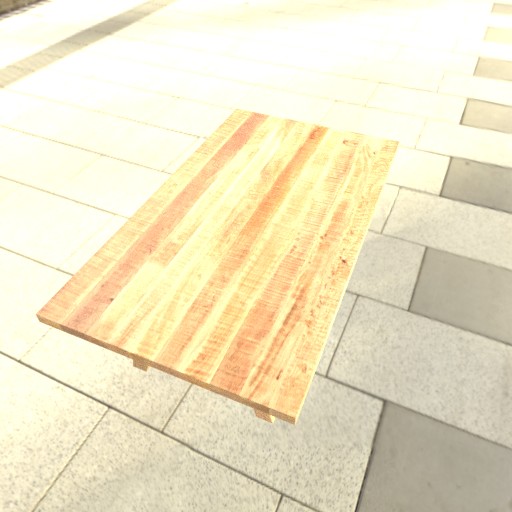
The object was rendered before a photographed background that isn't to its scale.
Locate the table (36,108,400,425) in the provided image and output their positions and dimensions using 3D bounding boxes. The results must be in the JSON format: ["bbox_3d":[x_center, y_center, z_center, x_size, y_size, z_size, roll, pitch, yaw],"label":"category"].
[{"bbox_3d":[0.000,0.000,1.706,0.760,0.455,1.320,17,47,16],"label":"table"}]
